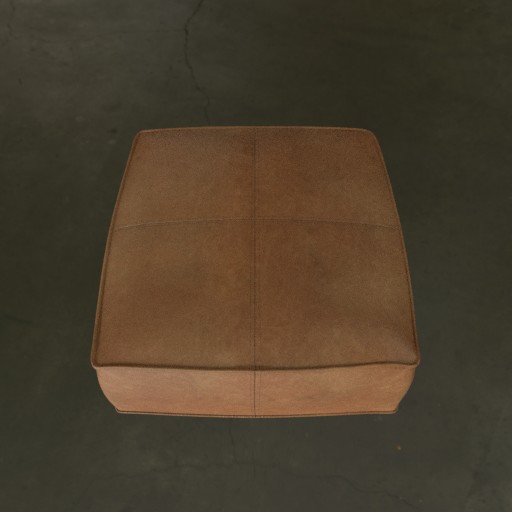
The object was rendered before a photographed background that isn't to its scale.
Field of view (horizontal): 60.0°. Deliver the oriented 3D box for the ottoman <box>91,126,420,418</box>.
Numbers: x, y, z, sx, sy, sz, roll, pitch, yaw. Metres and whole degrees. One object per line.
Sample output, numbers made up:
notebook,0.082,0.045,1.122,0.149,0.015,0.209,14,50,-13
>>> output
ottoman,0.000,0.000,1.390,0.901,0.395,0.902,0,58,0
